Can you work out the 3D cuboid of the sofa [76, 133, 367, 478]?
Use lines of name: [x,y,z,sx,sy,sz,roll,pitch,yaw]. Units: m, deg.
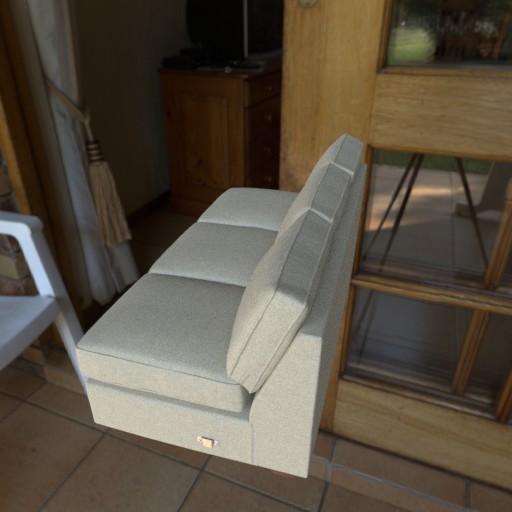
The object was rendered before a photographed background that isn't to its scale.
sofa: [0.000,0.000,2.494,1.027,0.973,1.962,8,30,14]
